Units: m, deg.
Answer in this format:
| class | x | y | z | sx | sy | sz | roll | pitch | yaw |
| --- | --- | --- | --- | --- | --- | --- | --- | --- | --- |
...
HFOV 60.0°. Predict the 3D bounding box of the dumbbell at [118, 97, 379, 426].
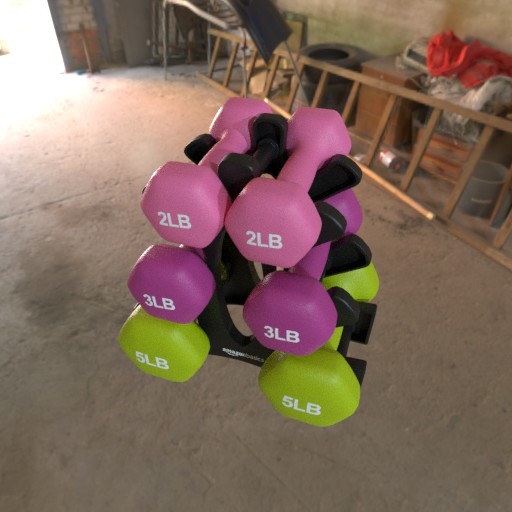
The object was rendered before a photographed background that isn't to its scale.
| class | x | y | z | sx | sy | sz | roll | pitch | yaw |
| --- | --- | --- | --- | --- | --- | --- | --- | --- | --- |
| dumbbell | 0.000 | 0.000 | 0.448 | 0.257 | 0.261 | 0.203 | 12 | 42 | 14 |
